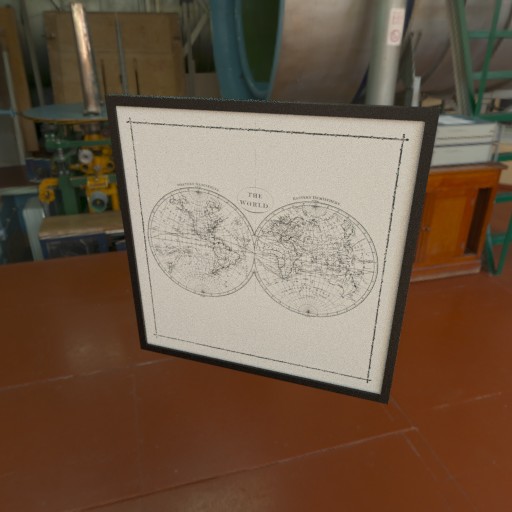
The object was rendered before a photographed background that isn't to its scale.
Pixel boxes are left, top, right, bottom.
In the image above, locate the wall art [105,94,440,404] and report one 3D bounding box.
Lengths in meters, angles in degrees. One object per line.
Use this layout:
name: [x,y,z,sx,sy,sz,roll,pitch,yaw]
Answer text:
wall art: [0.000,0.000,1.164,0.773,0.775,0.031,8,27,16]
